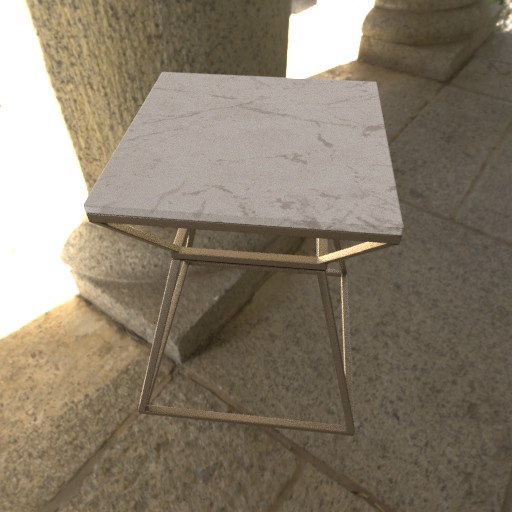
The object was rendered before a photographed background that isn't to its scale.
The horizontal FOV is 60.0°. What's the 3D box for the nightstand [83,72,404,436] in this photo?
[{"bbox_3d":[0.000,0.000,0.891,0.455,0.554,0.455,4,46,4],"label":"nightstand"}]
